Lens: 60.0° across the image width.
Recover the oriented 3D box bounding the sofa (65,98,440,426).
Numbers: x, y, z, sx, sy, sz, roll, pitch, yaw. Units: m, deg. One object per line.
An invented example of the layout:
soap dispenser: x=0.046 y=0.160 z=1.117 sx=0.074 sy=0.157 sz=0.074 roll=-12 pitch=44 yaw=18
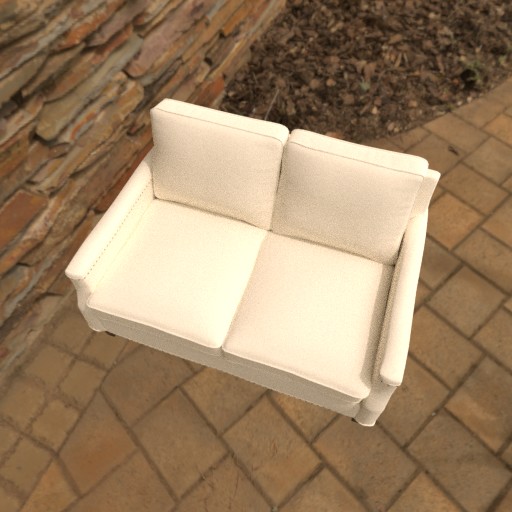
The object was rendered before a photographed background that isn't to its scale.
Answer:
sofa: x=0.000 y=0.000 z=2.277 sx=1.597 sy=1.003 sz=1.084 roll=17 pitch=58 yaw=11
